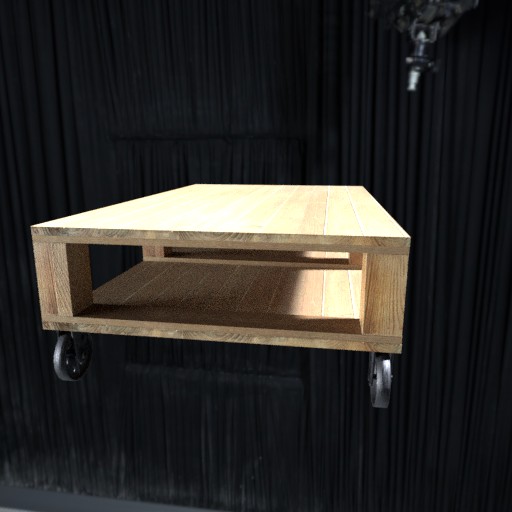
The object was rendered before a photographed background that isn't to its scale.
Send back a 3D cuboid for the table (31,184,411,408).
[{"bbox_3d":[0.000,0.000,1.613,0.827,0.413,1.299,2,14,9],"label":"table"}]
